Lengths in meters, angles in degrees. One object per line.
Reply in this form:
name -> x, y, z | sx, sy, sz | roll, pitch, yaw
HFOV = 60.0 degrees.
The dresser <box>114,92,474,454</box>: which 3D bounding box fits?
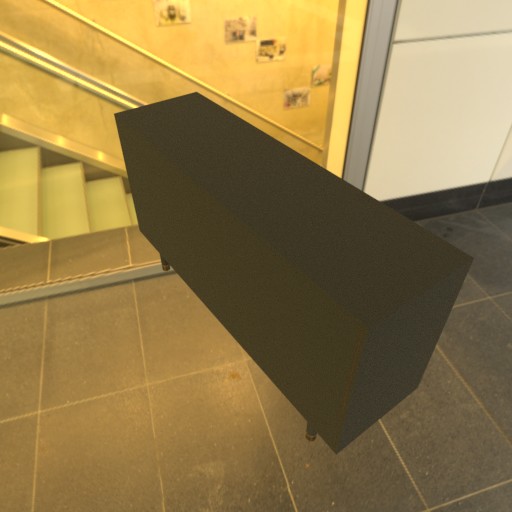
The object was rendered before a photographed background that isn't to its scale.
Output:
dresser -> 0.000, 0.000, 1.945 | 0.463, 0.872, 1.558 | -26, 48, -26
